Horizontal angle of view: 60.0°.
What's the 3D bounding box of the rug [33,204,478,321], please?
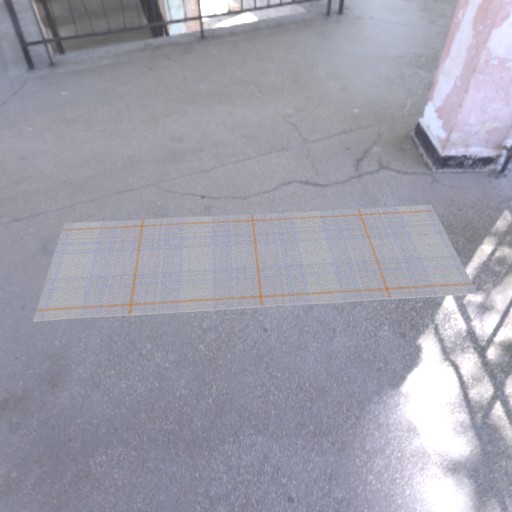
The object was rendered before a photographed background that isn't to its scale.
[{"bbox_3d":[0.000,0.000,2.686,2.442,0.016,0.770,-3,47,-3],"label":"rug"}]
